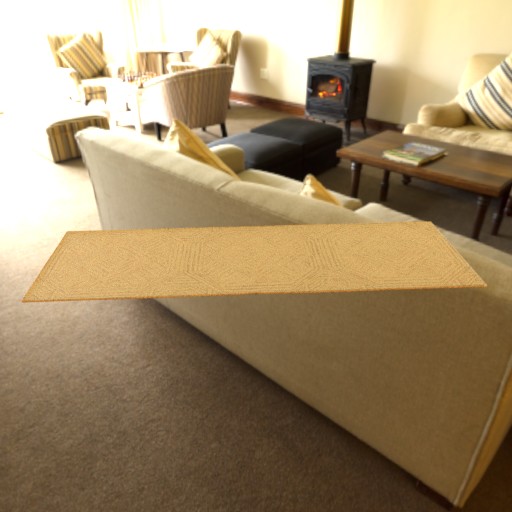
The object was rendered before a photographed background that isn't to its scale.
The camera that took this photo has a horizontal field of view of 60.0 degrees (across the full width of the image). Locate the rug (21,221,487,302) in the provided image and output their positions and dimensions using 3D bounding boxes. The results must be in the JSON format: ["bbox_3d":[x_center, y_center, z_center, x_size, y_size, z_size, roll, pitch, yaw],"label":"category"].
[{"bbox_3d":[0.000,0.000,2.656,2.452,0.012,0.775,-2,31,-3],"label":"rug"}]
